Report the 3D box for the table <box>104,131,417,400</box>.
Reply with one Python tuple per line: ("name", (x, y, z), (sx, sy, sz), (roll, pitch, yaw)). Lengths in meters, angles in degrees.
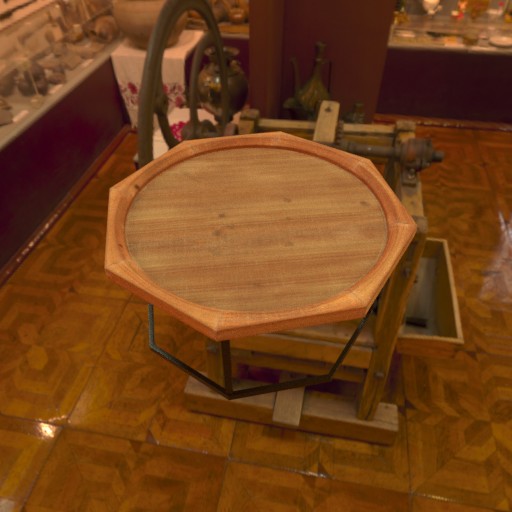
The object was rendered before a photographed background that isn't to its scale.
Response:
("table", (0.000, 0.000, 1.569), (1.002, 0.444, 1.002), (0, 44, 0))
